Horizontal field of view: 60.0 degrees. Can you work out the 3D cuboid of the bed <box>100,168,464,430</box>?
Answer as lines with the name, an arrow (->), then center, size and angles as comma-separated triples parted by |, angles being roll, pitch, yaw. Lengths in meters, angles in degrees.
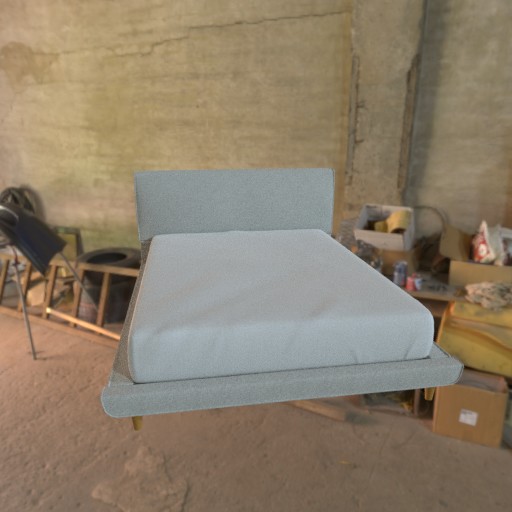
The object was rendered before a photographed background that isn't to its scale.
bed -> 0.000, 0.000, 3.434 | 1.980, 1.126, 2.498 | -3, 17, -9
